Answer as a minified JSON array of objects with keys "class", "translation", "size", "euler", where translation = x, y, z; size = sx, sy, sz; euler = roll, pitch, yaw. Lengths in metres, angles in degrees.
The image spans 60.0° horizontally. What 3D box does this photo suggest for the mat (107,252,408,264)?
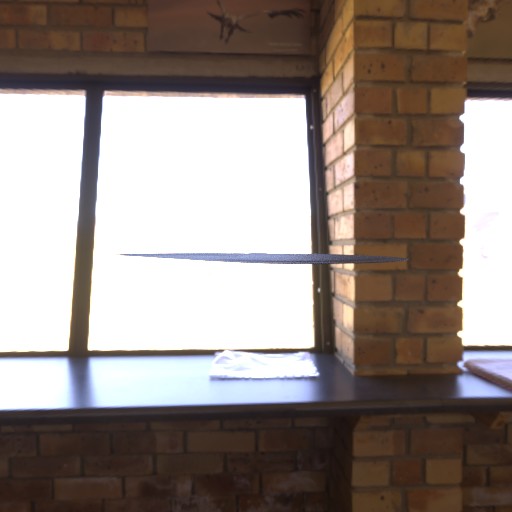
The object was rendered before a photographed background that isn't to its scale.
[{"class":"mat","translation":[0.000,0.000,1.856],"size":[0.913,0.013,1.524],"euler":[-1,2,-35]}]
